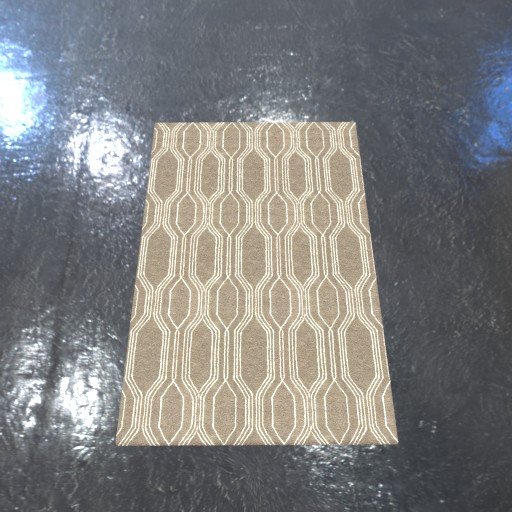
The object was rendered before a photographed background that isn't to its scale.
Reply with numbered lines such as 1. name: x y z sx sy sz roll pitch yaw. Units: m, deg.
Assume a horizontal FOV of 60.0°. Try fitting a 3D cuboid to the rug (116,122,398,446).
1. rug: 0.000 0.000 2.338 1.239 0.012 1.836 0 64 0
